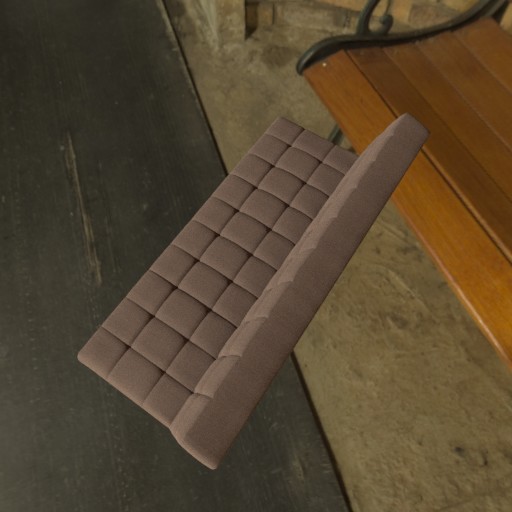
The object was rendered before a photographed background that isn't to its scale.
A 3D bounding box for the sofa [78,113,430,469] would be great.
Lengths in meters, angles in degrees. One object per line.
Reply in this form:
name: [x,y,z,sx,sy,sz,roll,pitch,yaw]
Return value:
sofa: [0.000,0.000,2.244,0.860,0.810,1.800,31,68,14]
